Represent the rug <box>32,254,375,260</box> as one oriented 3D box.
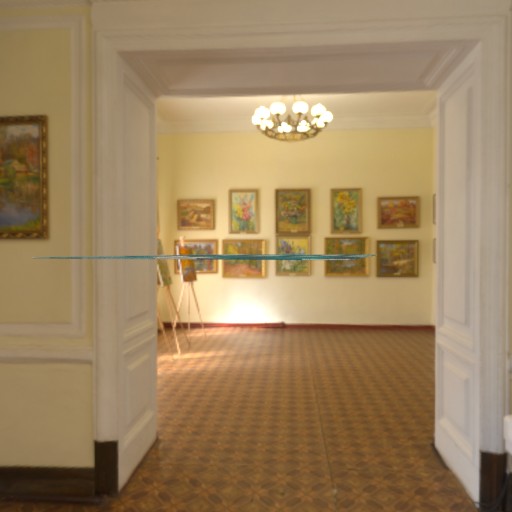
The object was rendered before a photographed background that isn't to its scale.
[{"bbox_3d":[0.000,0.000,3.061,1.528,0.005,2.420,0,1,18],"label":"rug"}]
